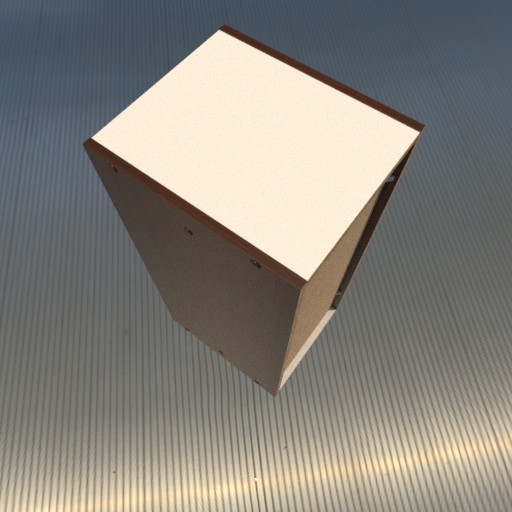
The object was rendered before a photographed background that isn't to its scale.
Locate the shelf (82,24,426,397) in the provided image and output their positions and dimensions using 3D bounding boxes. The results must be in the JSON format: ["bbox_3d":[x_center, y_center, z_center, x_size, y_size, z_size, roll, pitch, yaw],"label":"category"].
[{"bbox_3d":[0.000,0.000,0.760,0.290,0.600,0.253,34,68,16],"label":"shelf"}]
